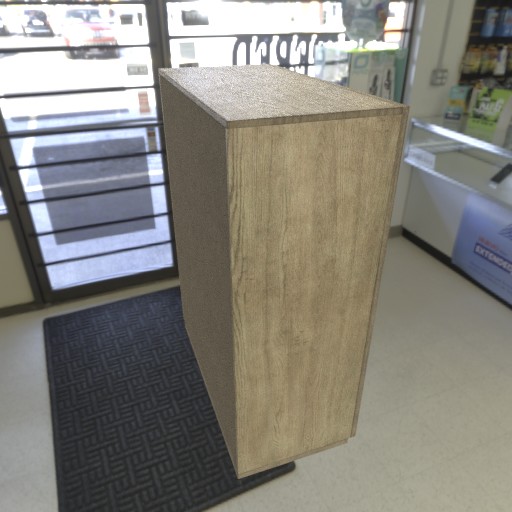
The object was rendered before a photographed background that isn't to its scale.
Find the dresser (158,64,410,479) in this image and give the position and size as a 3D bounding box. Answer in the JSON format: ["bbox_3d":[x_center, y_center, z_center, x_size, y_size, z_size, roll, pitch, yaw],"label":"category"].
[{"bbox_3d":[0.000,0.000,1.764,0.483,1.295,0.967,-10,31,-17],"label":"dresser"}]
